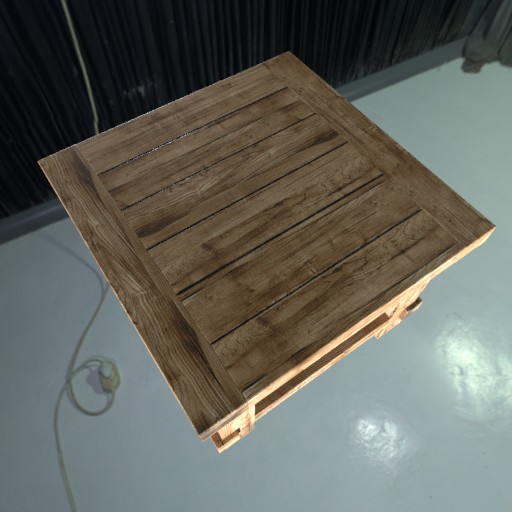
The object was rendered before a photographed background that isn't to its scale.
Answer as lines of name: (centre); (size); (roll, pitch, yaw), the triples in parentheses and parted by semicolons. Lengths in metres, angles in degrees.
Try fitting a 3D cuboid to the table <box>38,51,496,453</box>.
table: (0.000, 0.000, 1.015); (0.610, 0.457, 0.610); (-31, 64, -17)
